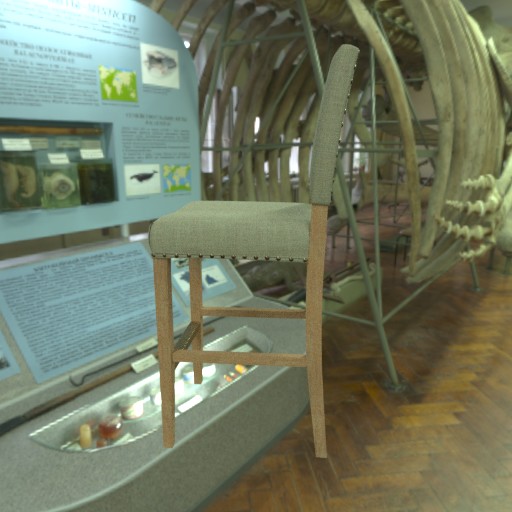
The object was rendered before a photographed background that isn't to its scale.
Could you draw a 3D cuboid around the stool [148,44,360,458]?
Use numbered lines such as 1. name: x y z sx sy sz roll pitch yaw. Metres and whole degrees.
1. stool: 0.000 0.000 1.477 0.585 1.203 0.445 2 14 6
